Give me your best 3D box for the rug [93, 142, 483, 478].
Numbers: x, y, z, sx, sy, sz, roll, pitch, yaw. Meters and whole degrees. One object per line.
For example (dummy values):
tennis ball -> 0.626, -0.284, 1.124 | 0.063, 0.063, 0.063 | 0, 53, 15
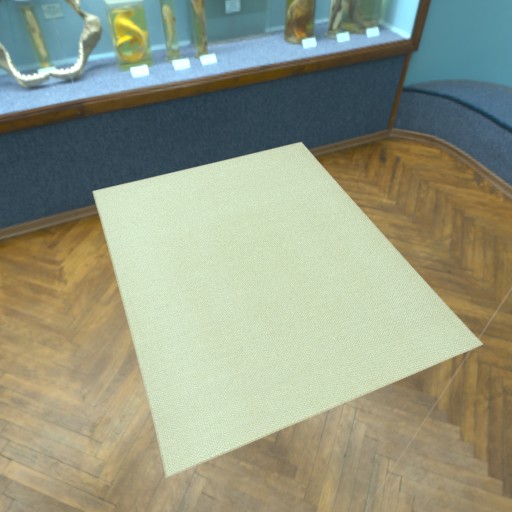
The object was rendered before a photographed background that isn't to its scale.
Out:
rug -> 0.000, 0.000, 3.995 | 2.462, 0.018, 3.039 | -17, 49, -15
